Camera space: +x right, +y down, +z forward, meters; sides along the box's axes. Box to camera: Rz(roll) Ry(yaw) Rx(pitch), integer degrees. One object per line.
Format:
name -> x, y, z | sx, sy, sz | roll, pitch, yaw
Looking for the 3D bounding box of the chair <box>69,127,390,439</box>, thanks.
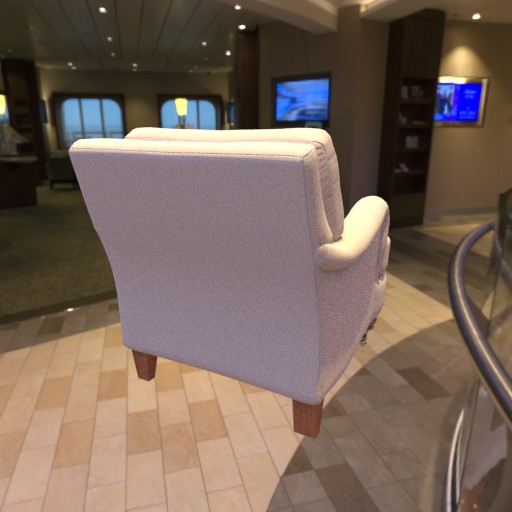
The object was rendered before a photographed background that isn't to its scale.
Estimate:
chair -> 0.000, 0.000, 1.863 | 0.955, 1.038, 1.070 | 9, 19, 27
